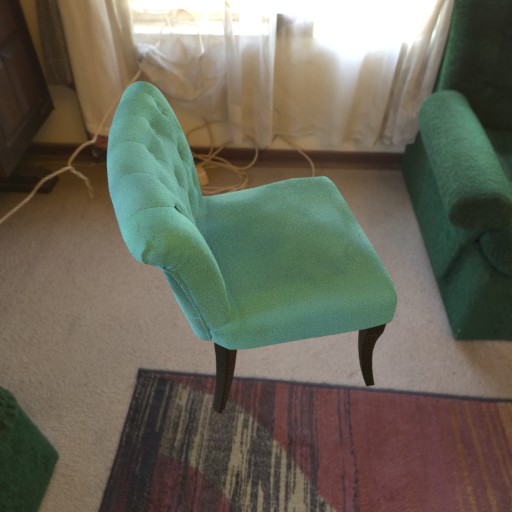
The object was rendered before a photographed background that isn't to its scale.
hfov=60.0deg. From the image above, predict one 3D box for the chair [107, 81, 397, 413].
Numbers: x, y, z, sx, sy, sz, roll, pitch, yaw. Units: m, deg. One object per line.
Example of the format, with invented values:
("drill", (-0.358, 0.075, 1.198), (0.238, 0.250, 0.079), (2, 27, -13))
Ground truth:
("chair", (0.000, 0.000, 1.159), (0.605, 0.750, 0.582), (-10, 46, -9))
